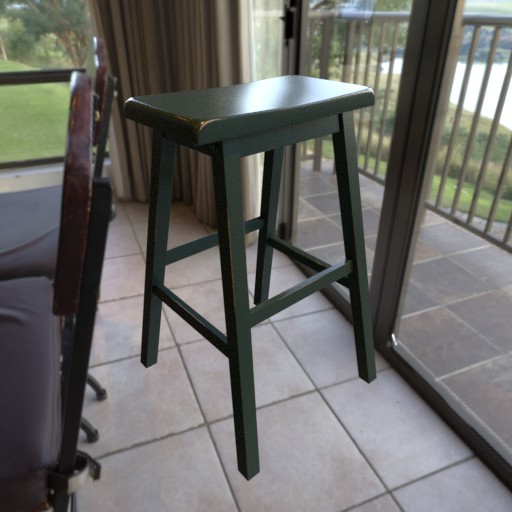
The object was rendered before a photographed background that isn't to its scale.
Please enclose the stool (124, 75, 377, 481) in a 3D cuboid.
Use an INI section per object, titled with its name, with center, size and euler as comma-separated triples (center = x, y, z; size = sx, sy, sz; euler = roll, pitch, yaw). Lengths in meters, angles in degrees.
[stool]
center = 0.000, 0.000, 1.048
size = 0.457, 0.737, 0.476
euler = -24, 38, -34
